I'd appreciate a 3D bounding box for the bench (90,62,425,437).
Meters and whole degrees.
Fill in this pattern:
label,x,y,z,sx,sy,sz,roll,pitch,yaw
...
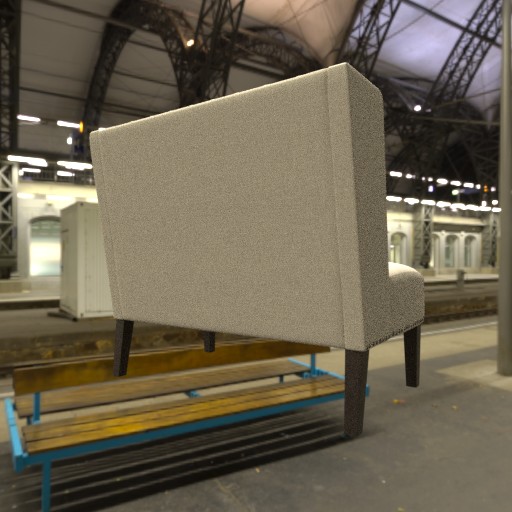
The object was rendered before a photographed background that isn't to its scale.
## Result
label,x,y,z,sx,sy,sz,roll,pitch,yaw
bench,0.000,0.000,1.978,1.280,1.123,0.847,0,0,36
